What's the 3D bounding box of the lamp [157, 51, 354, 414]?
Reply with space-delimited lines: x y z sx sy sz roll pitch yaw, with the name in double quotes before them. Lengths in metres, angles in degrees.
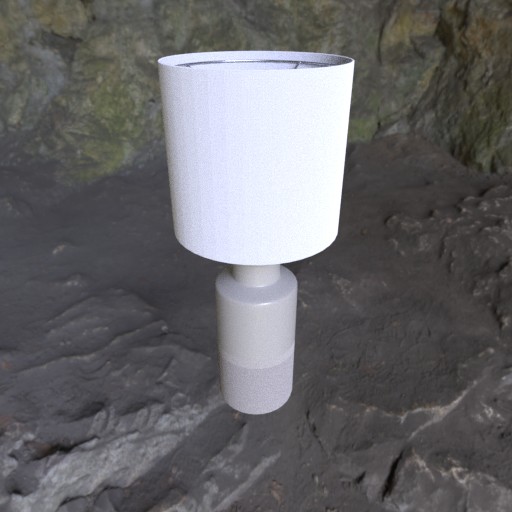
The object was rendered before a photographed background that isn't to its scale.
"lamp" 0.000 0.000 0.604 0.212 0.493 0.212 18 34 29
